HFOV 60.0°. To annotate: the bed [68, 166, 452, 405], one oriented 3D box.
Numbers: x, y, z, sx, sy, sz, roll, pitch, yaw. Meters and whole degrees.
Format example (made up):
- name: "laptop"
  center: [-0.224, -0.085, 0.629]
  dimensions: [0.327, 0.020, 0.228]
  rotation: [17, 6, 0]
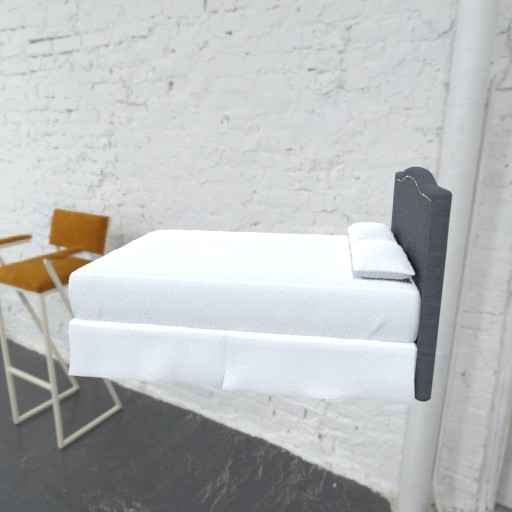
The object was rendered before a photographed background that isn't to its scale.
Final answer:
- name: "bed"
  center: [0.000, 0.000, 3.602]
  dimensions: [2.507, 1.441, 1.747]
  rotation: [2, 15, 10]
